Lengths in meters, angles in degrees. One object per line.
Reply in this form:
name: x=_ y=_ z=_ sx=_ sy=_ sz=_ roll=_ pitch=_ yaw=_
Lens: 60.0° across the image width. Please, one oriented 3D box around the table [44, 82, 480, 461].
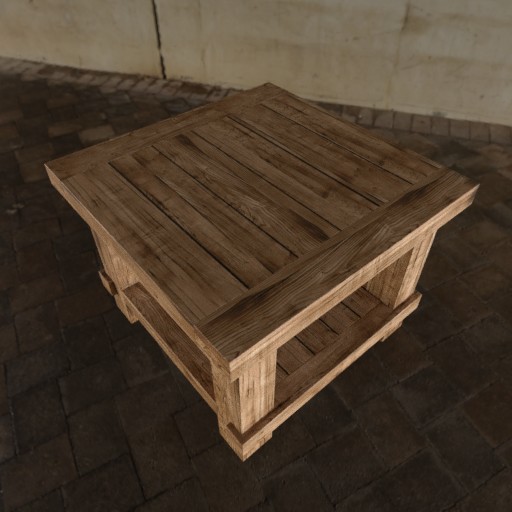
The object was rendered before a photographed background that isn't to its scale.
table: x=0.000 y=0.000 z=1.033 sx=0.610 sy=0.457 sz=0.610 roll=-31 pitch=52 yaw=-28
